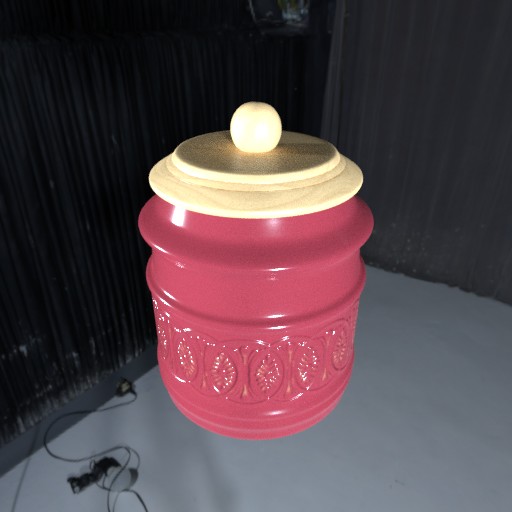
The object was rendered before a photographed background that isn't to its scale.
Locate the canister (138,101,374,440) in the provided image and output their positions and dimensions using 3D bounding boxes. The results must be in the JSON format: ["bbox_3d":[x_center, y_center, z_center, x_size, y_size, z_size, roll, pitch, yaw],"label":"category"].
[{"bbox_3d":[0.000,0.000,0.265,0.130,0.176,0.130,0,30,0],"label":"canister"}]
